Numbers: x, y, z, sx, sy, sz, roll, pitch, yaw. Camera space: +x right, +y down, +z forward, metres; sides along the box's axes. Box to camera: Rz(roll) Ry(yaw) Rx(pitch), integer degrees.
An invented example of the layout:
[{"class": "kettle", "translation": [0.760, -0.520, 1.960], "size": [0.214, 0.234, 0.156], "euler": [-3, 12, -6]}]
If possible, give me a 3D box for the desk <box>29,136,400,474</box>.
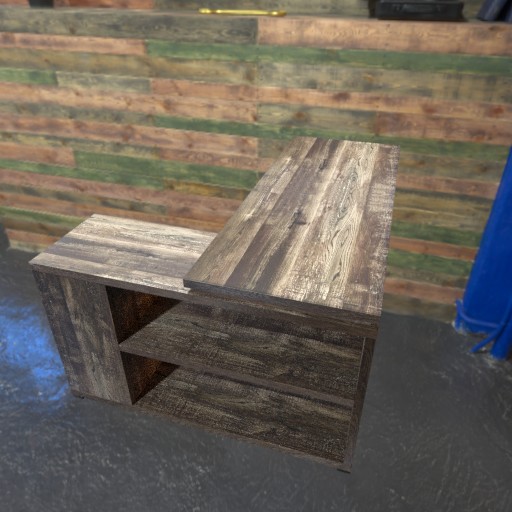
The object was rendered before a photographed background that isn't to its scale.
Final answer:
[{"class": "desk", "translation": [0.000, 0.000, 2.193], "size": [1.200, 0.753, 1.524], "euler": [9, 34, 15]}]
